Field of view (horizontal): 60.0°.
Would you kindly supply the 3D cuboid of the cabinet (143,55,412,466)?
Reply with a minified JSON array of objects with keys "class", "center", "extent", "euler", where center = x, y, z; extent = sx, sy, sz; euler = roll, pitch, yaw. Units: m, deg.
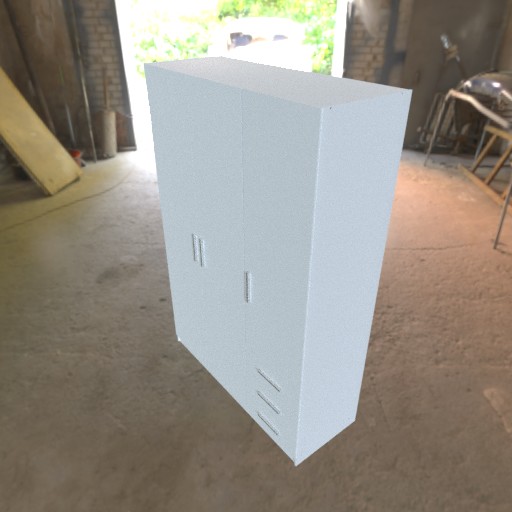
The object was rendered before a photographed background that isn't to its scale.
[{"class":"cabinet","center":[0.000,0.000,2.491],"extent":[0.510,1.910,1.290],"euler":[-22,38,-32]}]
